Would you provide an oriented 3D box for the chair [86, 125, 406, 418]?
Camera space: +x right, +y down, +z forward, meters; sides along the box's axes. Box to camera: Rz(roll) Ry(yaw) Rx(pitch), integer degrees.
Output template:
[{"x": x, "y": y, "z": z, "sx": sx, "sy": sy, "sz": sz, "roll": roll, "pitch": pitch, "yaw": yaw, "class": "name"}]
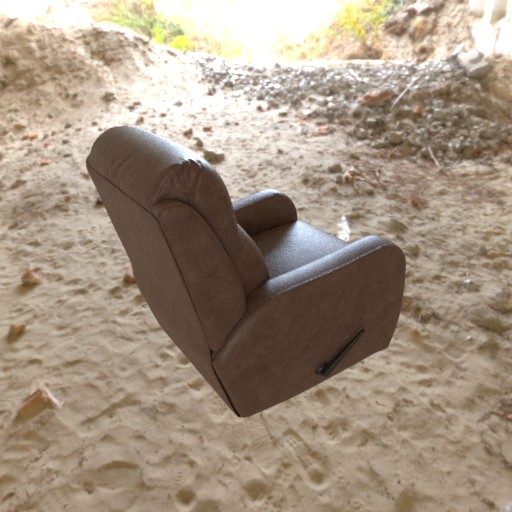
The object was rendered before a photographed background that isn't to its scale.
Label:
[{"x": 0.000, "y": 0.000, "z": 1.841, "sx": 1.067, "sy": 1.067, "sz": 0.865, "roll": -18, "pitch": 33, "yaw": -31, "class": "chair"}]
